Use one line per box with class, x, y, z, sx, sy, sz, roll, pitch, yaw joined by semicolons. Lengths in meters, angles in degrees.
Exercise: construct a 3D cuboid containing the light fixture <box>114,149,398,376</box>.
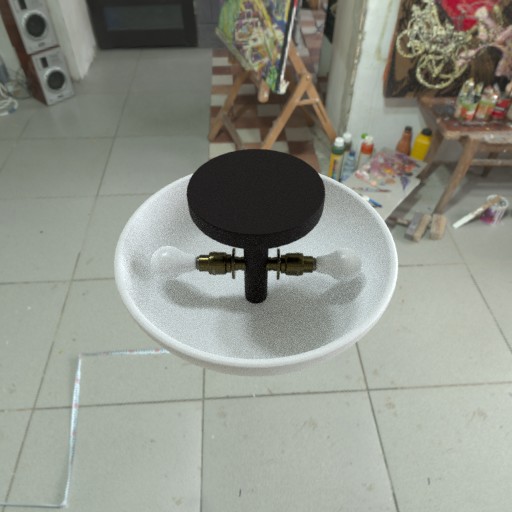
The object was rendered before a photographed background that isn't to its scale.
light fixture;0.000;0.000;0.543;0.331;0.212;0.331;0;46;0
